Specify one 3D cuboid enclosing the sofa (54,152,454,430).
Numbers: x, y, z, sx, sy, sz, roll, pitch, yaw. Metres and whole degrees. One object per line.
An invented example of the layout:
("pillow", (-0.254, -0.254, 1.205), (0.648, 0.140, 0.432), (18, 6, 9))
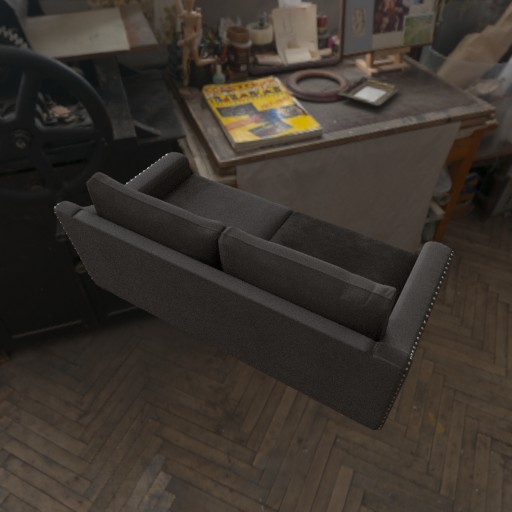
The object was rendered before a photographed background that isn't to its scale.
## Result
("sofa", (0.000, 0.000, 3.338), (2.550, 1.196, 1.336), (23, 49, 21))
